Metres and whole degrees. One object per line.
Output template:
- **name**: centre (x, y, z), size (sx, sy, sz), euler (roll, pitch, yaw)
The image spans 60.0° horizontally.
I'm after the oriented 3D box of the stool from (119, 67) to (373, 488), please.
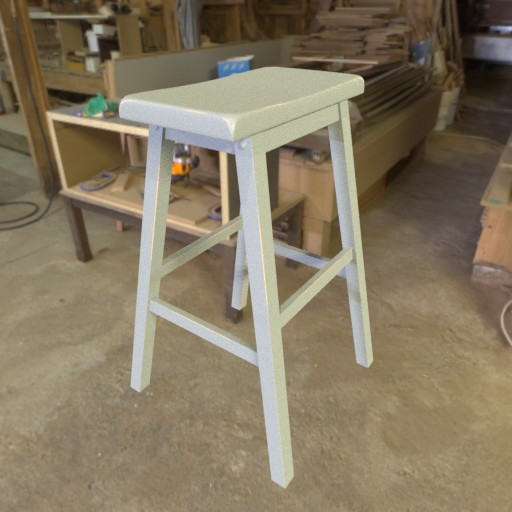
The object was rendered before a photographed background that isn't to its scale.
- **stool**: centre (0.000, 0.000, 1.007), size (0.476, 0.737, 0.457), euler (20, 36, 30)
